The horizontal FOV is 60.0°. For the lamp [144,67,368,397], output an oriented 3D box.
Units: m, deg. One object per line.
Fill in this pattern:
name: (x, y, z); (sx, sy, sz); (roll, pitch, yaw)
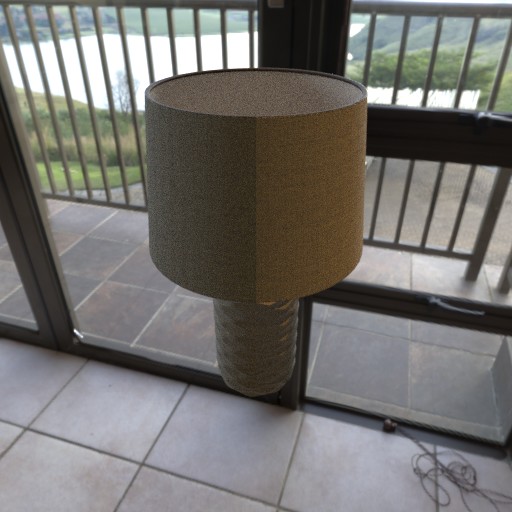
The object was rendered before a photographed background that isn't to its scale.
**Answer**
lamp: (0.000, 0.000, 0.817); (0.376, 0.594, 0.376); (0, 32, 0)
